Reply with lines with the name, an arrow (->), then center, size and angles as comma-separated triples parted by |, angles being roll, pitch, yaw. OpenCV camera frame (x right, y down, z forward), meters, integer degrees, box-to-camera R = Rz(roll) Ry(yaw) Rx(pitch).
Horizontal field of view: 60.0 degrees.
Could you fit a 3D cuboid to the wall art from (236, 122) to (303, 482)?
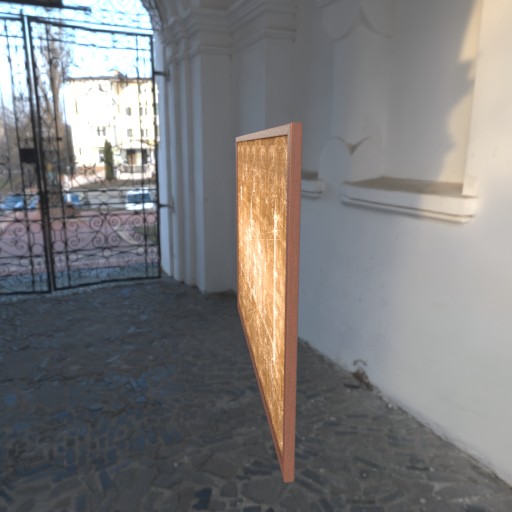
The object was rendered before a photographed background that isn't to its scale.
wall art -> 0.000, 0.000, 0.849 | 0.014, 0.455, 0.660 | -2, 14, -7
